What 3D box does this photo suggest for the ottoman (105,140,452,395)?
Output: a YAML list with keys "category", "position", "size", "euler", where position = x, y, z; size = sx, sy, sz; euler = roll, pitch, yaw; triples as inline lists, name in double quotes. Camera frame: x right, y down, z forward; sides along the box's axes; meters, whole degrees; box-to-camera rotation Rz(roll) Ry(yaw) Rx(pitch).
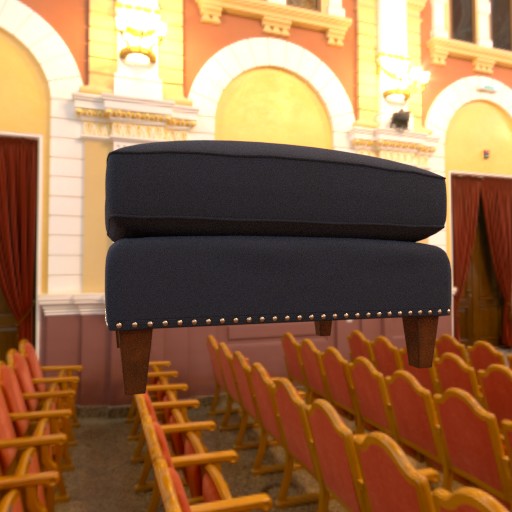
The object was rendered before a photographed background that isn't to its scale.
- category: "ottoman"
  position: [0.000, 0.000, 1.147]
  size: [0.741, 0.513, 0.584]
  euler: [0, -1, -19]
